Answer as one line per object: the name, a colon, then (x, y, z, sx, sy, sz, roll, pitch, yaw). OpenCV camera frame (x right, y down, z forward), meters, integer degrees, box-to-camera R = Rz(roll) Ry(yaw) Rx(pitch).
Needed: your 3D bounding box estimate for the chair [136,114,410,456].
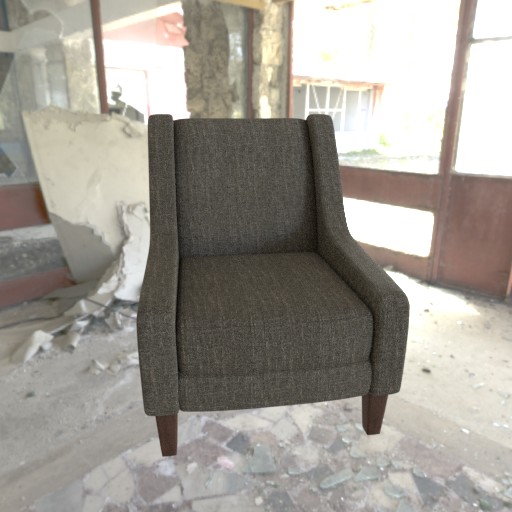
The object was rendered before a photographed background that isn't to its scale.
chair: (0.000, 0.000, 1.654, 0.793, 1.012, 0.944, -3, 18, -8)
